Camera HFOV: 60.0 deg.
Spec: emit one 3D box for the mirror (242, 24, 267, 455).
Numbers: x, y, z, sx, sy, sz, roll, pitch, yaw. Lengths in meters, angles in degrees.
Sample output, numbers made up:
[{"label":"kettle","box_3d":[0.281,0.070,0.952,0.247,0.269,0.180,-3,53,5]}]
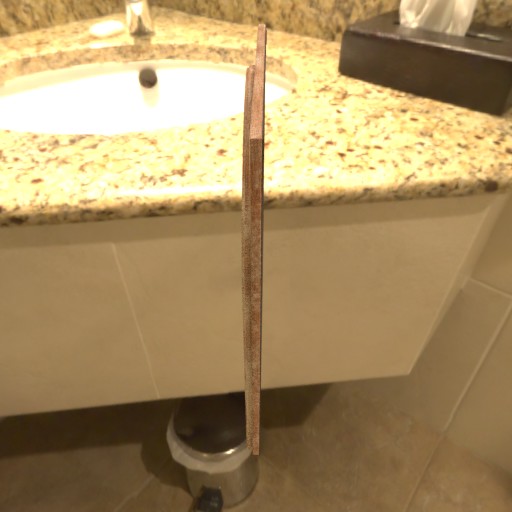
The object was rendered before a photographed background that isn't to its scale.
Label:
[{"label":"mirror","box_3d":[0.000,0.000,0.950,0.058,0.787,0.495,1,41,1]}]
